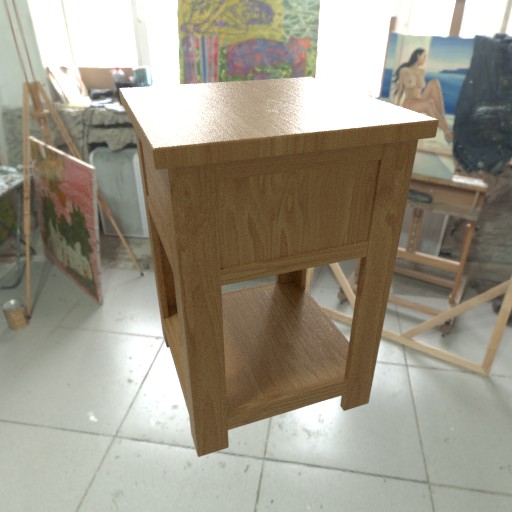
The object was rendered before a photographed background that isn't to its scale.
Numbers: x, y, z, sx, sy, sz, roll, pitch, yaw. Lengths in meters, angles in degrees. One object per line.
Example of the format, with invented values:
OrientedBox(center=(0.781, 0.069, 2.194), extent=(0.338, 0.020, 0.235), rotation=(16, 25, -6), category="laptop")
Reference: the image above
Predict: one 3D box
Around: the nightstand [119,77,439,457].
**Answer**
OrientedBox(center=(0.000, 0.000, 0.915), extent=(0.418, 0.614, 0.428), rotation=(-11, 32, -17), category="nightstand")
